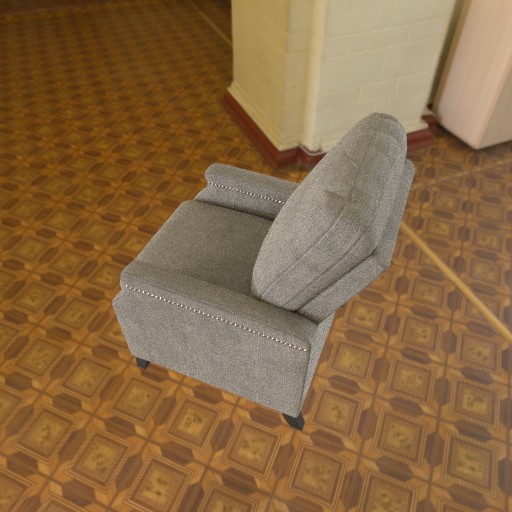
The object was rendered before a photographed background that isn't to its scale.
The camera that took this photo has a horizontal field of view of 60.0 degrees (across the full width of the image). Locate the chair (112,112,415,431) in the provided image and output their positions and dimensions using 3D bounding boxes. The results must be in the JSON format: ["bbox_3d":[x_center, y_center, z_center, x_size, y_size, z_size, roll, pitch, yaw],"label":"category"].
[{"bbox_3d":[0.000,0.000,1.659,0.922,1.049,0.710,16,48,15],"label":"chair"}]
